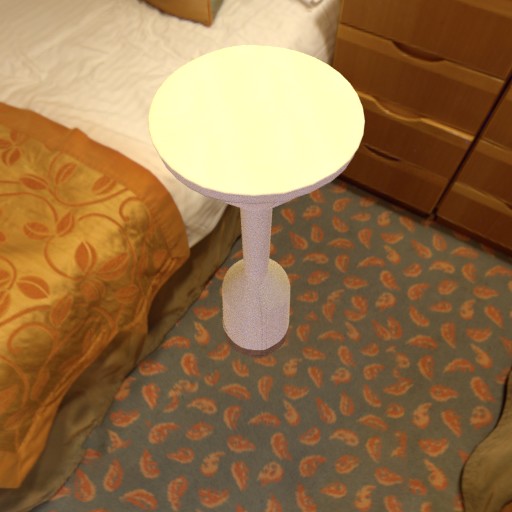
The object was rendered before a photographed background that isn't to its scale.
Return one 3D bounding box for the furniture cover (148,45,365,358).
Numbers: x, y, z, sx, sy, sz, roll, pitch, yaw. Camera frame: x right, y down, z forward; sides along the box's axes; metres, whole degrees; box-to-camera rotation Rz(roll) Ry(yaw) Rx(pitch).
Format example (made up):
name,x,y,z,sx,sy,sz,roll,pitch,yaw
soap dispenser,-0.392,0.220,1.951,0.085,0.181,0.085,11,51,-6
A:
name,x,y,z,sx,sy,sz,roll,pitch,yaw
furniture cover,0.000,0.000,2.913,0.914,2.413,0.914,-12,60,-7
